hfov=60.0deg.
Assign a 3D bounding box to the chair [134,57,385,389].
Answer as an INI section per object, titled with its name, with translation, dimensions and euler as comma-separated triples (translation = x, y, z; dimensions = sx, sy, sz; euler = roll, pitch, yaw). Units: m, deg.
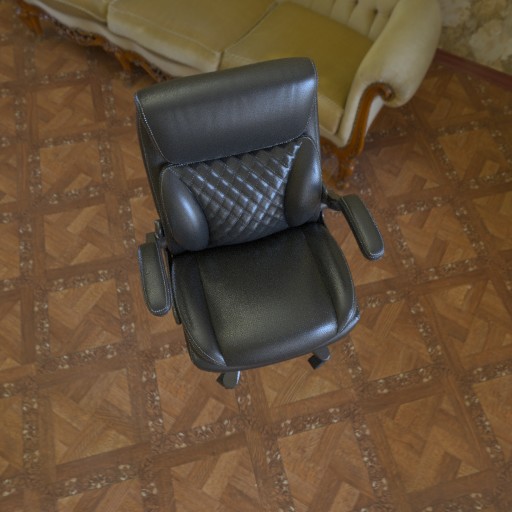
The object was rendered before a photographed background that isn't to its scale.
[chair]
translation = 0.000, 0.000, 1.605
dimensions = 0.782, 1.110, 0.724
euler = -14, 64, -7
